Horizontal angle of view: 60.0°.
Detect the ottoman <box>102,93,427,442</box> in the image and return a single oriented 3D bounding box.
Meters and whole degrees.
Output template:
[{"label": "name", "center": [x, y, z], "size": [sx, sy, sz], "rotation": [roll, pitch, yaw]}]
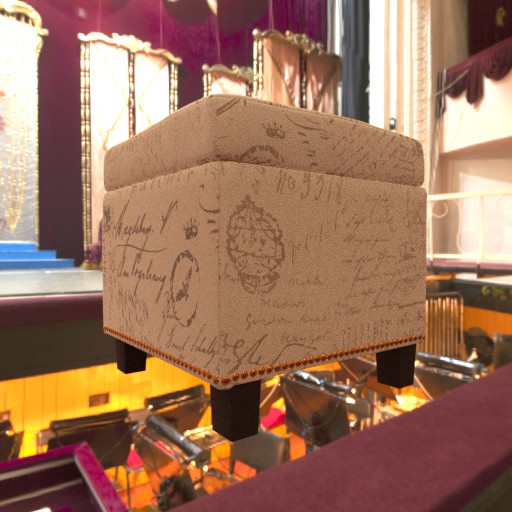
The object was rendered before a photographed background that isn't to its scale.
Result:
[{"label": "ottoman", "center": [0.000, 0.000, 0.839], "size": [0.449, 0.457, 0.450], "rotation": [-1, 2, -37]}]
